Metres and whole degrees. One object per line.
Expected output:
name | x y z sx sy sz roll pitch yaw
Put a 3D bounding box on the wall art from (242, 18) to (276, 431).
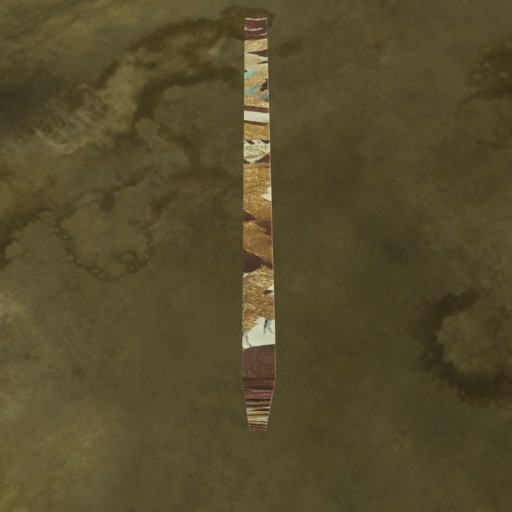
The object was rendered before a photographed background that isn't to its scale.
wall art | 0.000 0.000 0.900 0.041 0.613 0.609 0 63 0
